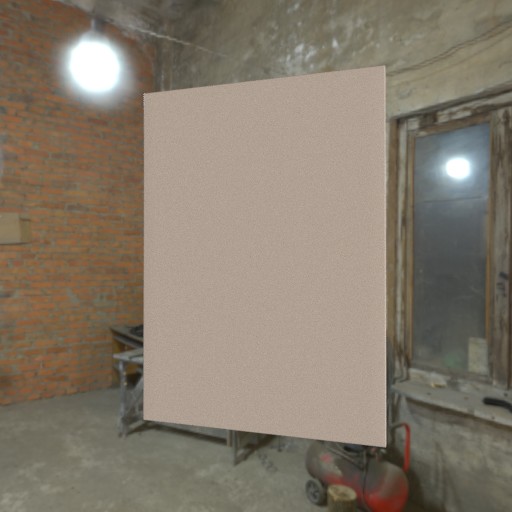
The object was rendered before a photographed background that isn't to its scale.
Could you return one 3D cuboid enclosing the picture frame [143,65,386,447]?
[{"bbox_3d":[0.000,0.000,0.677,0.381,0.534,0.012,0,0,16],"label":"picture frame"}]
